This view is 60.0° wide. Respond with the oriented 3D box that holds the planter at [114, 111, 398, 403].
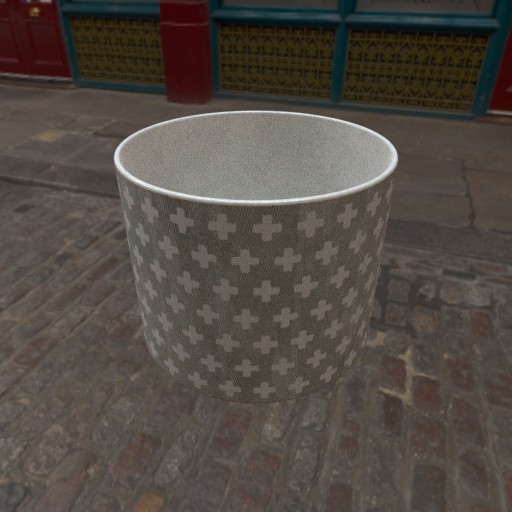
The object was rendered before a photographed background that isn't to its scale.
[{"bbox_3d":[0.000,0.000,0.466,0.250,0.239,0.250,0,32,0],"label":"planter"}]
